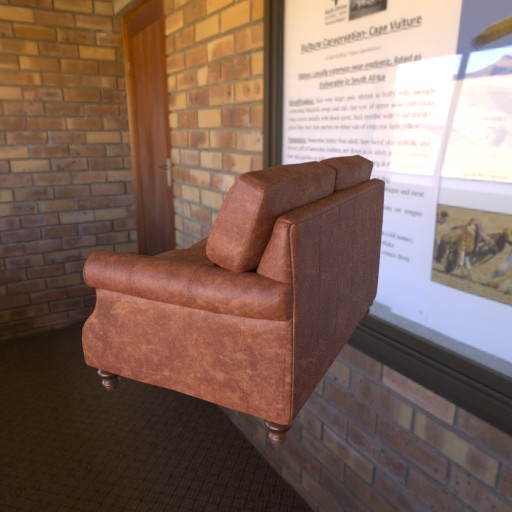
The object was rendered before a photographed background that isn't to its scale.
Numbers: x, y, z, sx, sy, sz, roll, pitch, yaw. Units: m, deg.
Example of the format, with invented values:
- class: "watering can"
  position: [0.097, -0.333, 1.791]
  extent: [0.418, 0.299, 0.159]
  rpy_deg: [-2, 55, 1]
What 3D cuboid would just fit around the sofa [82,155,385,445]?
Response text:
- class: "sofa"
  position: [0.000, 0.000, 2.244]
  extent: [0.990, 0.967, 1.616]
  rpy_deg: [7, 17, 25]
